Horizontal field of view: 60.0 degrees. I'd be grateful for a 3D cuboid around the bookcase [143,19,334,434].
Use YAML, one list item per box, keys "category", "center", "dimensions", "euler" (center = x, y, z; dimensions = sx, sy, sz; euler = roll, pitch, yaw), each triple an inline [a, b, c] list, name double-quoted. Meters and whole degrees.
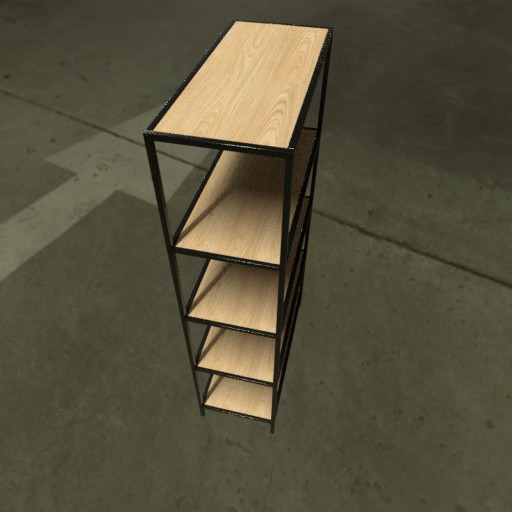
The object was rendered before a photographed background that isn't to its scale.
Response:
- category: "bookcase"
  center: [0.000, 0.000, 1.784]
  dimensions: [0.350, 1.500, 0.770]
  euler: [10, 47, 9]
